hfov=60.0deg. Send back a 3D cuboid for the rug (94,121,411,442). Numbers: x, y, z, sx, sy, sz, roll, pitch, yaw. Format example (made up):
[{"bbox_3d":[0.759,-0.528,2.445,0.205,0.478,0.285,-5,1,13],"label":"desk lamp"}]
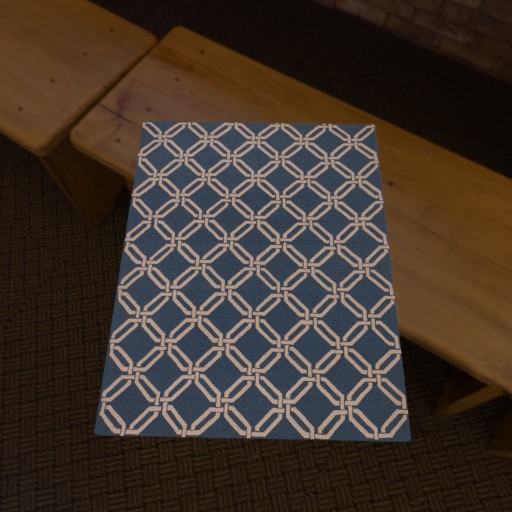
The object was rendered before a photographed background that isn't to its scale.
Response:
[{"bbox_3d":[0.000,0.000,3.756,2.277,0.020,2.867,1,66,0],"label":"rug"}]
